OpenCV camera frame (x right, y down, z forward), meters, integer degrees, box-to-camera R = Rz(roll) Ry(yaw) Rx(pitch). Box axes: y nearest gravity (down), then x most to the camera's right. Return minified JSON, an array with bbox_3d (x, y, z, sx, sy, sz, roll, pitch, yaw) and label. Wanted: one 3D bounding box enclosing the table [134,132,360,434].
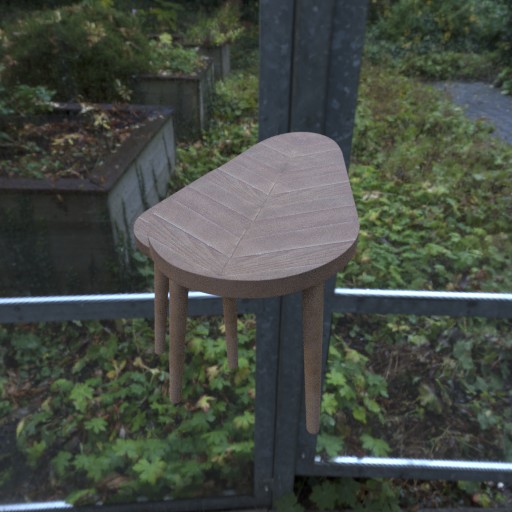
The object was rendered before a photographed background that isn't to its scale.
[{"bbox_3d":[0.000,0.000,1.604,0.701,0.595,1.190,8,32,13],"label":"table"}]
